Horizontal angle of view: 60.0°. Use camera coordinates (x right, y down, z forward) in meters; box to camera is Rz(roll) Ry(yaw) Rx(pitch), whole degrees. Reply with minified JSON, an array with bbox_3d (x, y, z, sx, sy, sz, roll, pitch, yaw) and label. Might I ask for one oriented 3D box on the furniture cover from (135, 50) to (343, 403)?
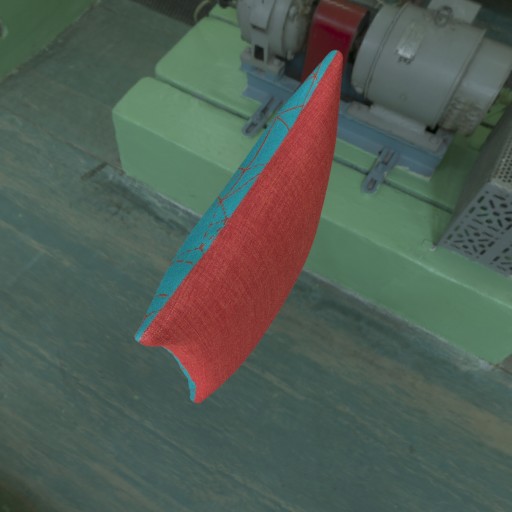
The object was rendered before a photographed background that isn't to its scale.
[{"bbox_3d":[0.000,0.000,0.800,0.158,0.508,0.517,27,67,12],"label":"furniture cover"}]
